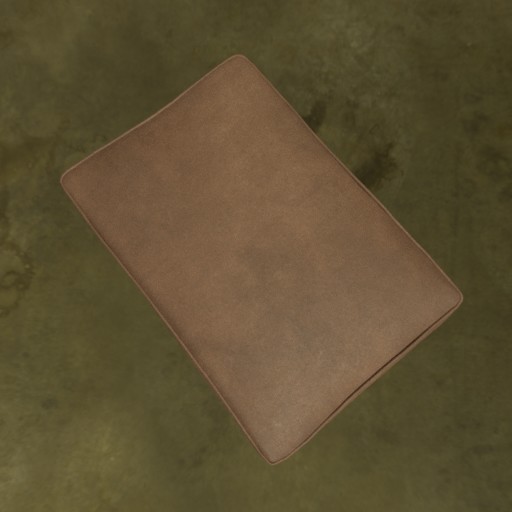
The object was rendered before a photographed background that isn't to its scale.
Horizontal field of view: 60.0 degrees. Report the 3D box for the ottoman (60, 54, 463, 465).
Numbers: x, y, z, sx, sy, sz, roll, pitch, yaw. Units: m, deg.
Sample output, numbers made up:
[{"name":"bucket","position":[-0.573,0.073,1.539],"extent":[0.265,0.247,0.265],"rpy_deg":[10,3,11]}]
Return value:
[{"name":"ottoman","position":[0.000,0.000,1.231],"extent":[0.596,0.481,0.860],"rpy_deg":[-38,79,-9]}]
